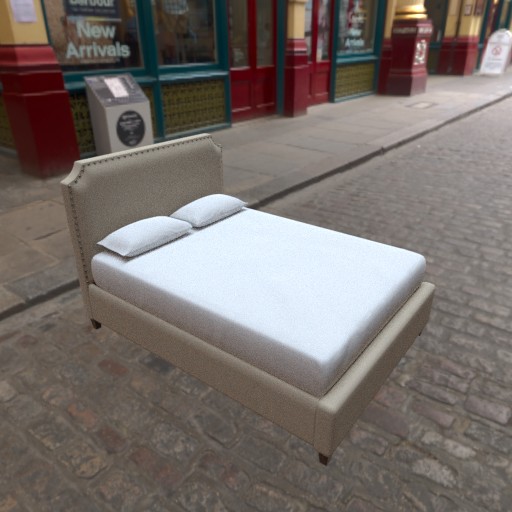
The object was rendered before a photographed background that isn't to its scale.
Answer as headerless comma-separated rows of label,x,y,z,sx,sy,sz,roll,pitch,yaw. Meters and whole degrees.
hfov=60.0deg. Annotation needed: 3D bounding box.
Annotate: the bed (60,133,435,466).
bed,0.000,0.000,3.454,2.329,1.415,1.703,18,31,33
